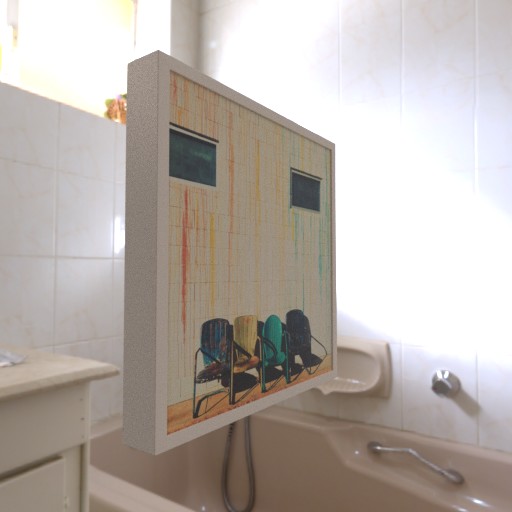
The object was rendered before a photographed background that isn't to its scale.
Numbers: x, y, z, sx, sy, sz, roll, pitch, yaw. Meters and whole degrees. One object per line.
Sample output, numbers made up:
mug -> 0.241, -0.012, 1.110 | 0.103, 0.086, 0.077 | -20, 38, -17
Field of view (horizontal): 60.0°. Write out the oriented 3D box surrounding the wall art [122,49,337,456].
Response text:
wall art -> 0.000, 0.000, 0.465 | 0.038, 0.305, 0.305 | -2, -3, 36
